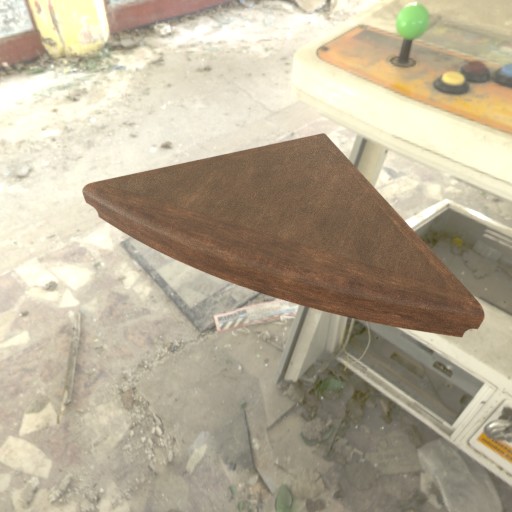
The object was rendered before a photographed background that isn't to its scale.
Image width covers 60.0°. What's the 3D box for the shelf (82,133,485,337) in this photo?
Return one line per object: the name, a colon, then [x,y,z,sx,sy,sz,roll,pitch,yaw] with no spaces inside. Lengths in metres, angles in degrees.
shelf: [0.000,0.000,0.458,0.310,0.050,0.310,-15,48,-14]
